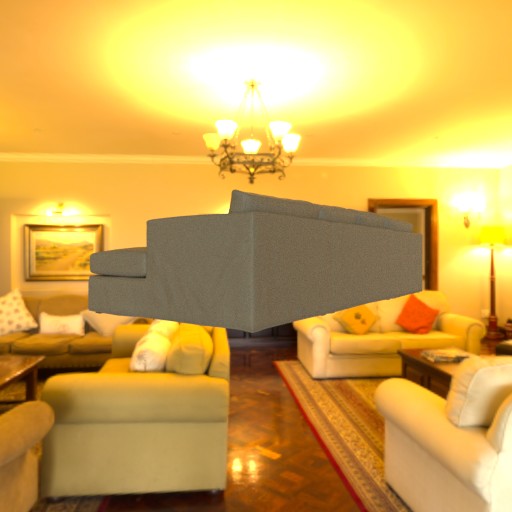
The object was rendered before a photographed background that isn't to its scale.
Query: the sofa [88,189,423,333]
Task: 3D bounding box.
[{"bbox_3d":[0.000,0.000,4.596,2.427,0.882,3.460,0,0,36],"label":"sofa"}]
